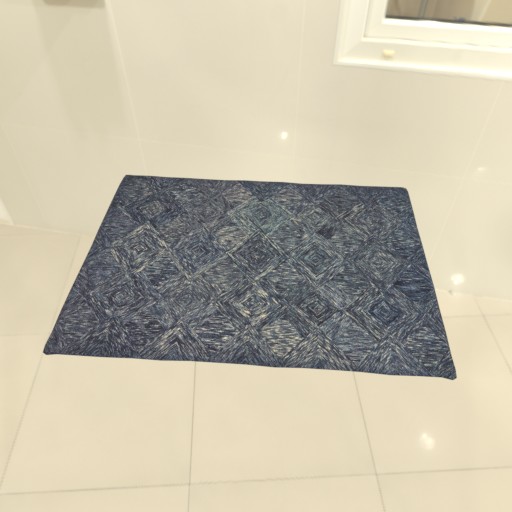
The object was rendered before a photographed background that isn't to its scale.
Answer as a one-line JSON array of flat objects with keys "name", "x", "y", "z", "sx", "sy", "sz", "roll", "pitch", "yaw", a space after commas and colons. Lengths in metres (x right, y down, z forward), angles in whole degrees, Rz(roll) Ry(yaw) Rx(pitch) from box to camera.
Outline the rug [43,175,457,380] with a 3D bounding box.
[{"name": "rug", "x": 0.000, "y": 0.000, "z": 4.246, "sx": 3.245, "sy": 0.024, "sz": 2.385, "roll": 3, "pitch": 46, "yaw": 3}]
